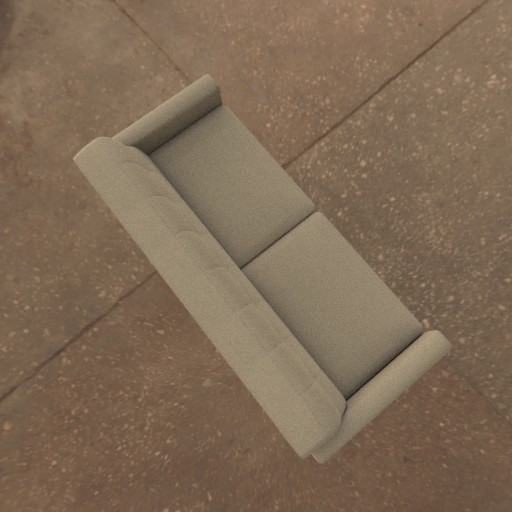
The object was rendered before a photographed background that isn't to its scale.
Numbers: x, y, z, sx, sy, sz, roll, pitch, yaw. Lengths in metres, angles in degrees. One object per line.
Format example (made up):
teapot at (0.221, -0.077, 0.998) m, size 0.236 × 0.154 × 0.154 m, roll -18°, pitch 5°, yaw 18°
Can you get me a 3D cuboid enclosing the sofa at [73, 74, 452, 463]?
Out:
sofa at (0.000, 0.000, 2.603) m, size 0.980 × 0.892 × 2.137 m, roll -38°, pitch 79°, yaw -9°
